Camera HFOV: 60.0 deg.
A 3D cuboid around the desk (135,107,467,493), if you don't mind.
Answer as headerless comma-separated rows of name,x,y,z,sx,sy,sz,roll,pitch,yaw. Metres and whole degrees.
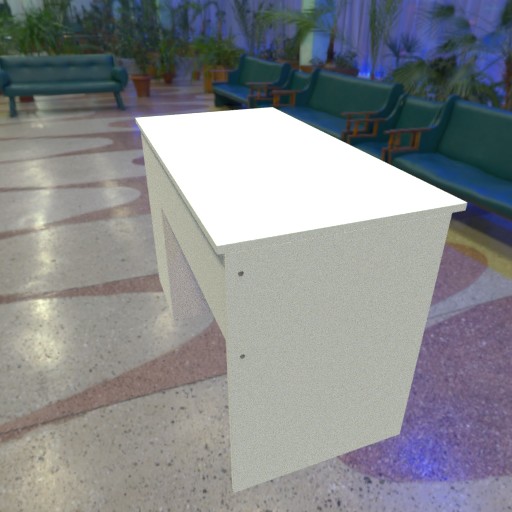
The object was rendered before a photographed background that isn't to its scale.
desk,0.000,0.000,1.492,0.560,0.730,1.096,-11,31,-18
